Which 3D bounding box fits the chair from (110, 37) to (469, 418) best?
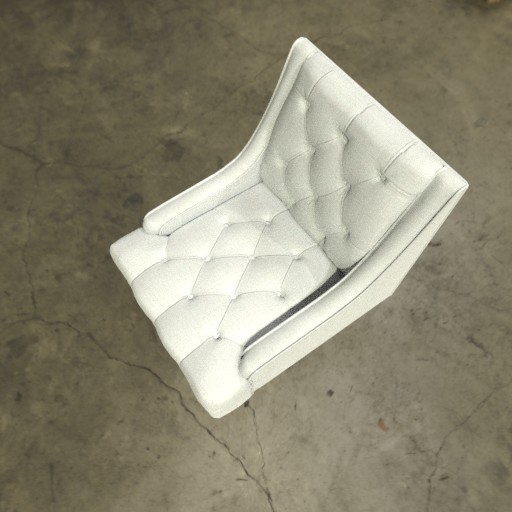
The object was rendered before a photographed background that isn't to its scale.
[{"bbox_3d":[0.000,0.000,1.416,0.772,0.891,0.658,-31,67,-15],"label":"chair"}]
